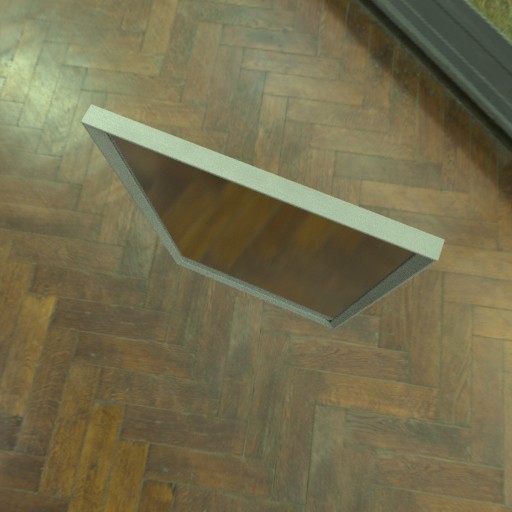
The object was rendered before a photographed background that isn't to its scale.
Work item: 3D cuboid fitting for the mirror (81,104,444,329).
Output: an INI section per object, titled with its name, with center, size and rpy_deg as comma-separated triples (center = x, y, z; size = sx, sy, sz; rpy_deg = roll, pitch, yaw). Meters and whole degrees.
[mirror]
center = 0.000, 0.000, 1.141
size = 0.609, 0.915, 0.041
rpy_deg = 22, 75, 6
